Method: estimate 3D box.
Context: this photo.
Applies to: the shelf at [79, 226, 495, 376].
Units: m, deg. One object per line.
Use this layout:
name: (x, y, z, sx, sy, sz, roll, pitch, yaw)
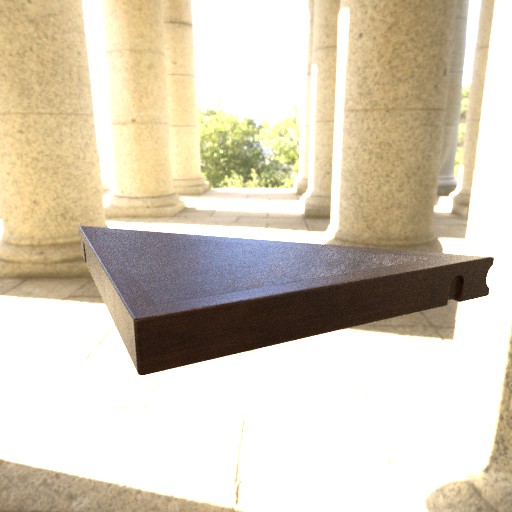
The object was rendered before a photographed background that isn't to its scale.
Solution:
shelf: (0.000, 0.000, 0.437, 0.296, 0.035, 0.296, -7, 17, -26)
